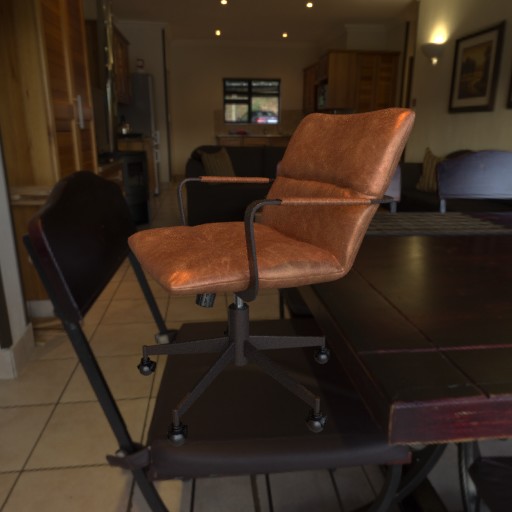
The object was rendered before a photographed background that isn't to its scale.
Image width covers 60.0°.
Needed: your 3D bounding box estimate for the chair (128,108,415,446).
[{"bbox_3d":[0.000,0.000,1.459,0.754,0.922,0.727,-7,17,-24],"label":"chair"}]
